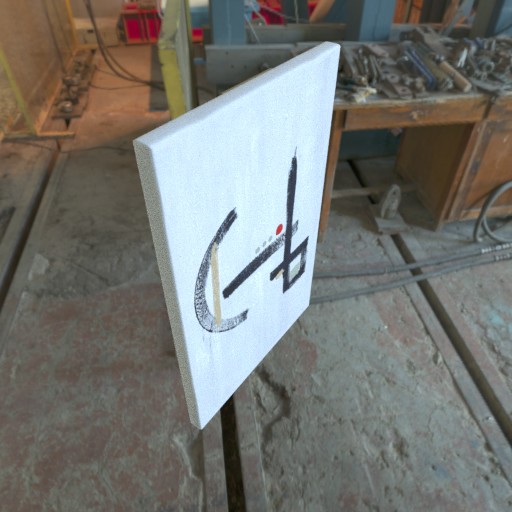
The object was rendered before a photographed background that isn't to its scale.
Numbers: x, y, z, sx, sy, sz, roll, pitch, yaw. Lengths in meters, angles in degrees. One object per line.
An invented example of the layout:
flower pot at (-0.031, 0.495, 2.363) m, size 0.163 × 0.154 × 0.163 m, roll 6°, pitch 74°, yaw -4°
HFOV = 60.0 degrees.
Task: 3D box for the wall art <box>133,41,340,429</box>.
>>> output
wall art at (0.000, 0.000, 1.170) m, size 0.048 × 0.916 × 0.602 m, roll 27°, pitch 49°, yaw 26°
